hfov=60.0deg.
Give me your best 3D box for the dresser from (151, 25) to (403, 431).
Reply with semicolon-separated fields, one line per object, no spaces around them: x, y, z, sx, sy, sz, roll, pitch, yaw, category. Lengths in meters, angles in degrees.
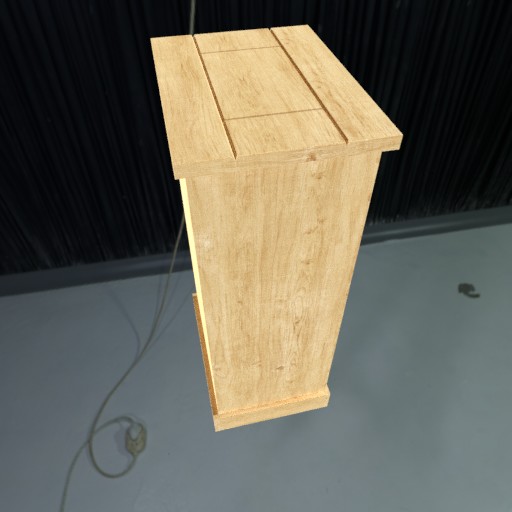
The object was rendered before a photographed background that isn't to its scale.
0.000;0.000;1.276;0.390;1.041;0.531;-9;47;-9;dresser
